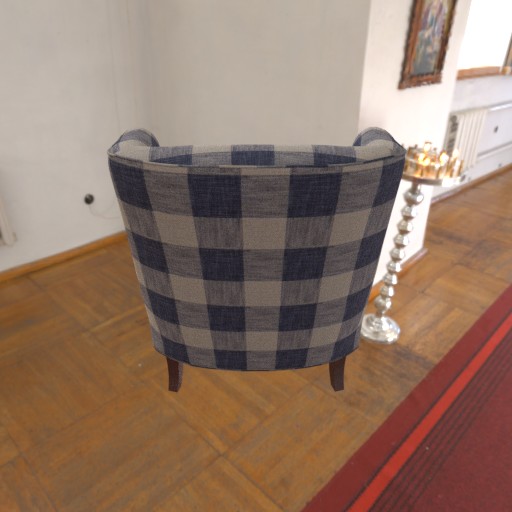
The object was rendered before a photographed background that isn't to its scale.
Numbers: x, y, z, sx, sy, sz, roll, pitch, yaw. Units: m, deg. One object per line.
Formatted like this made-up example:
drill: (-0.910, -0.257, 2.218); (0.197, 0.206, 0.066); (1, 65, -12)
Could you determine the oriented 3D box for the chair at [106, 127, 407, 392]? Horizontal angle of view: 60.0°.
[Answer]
chair: (0.000, 0.000, 1.711); (0.830, 1.041, 0.889); (0, 29, 0)
